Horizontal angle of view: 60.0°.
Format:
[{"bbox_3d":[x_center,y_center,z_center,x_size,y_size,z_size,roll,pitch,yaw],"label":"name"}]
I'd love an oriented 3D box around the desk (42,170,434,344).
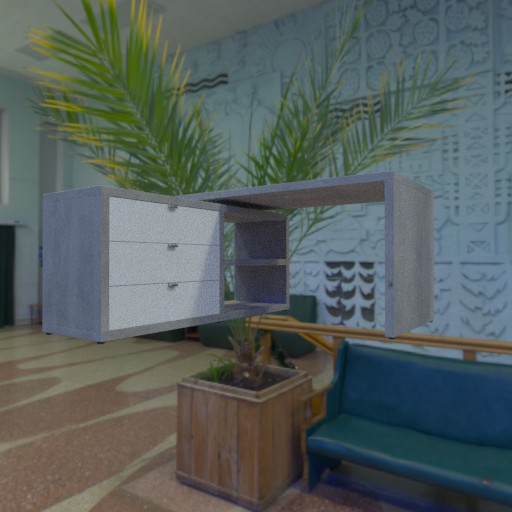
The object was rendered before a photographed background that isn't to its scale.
[{"bbox_3d":[0.000,0.000,2.294,1.400,0.740,1.500,0,-1,35],"label":"desk"}]
